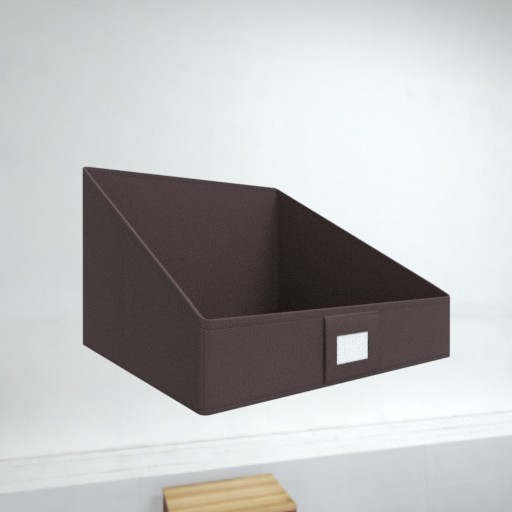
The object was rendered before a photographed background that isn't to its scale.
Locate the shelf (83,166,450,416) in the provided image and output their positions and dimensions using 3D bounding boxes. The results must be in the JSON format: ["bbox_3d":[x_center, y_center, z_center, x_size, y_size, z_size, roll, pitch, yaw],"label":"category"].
[{"bbox_3d":[0.000,0.000,0.485,0.292,0.210,0.292,0,0,-36],"label":"shelf"}]
